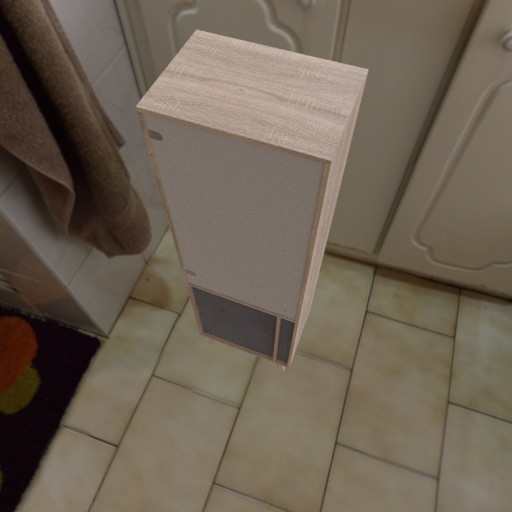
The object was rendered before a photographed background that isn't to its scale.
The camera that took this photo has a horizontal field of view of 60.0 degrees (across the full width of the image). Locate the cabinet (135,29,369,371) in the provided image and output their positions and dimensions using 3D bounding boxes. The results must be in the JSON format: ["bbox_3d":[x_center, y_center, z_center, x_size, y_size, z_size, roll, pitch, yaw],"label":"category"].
[{"bbox_3d":[0.000,0.000,2.071,0.570,1.850,0.400,18,60,11],"label":"cabinet"}]
